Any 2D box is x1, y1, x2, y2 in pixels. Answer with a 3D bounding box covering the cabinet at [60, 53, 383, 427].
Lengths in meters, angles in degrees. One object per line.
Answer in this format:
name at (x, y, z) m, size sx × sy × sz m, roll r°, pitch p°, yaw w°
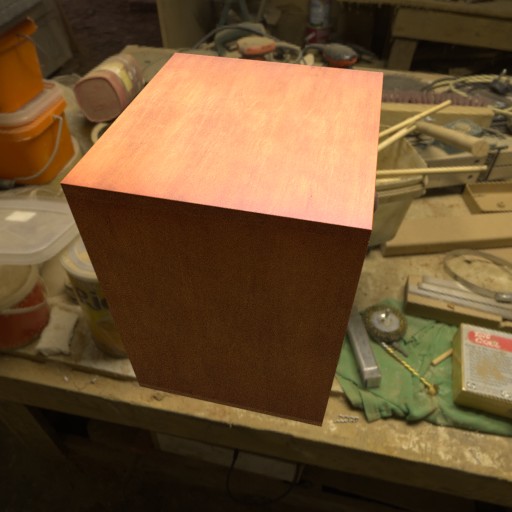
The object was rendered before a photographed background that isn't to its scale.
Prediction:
cabinet at (0.000, 0.000, 0.860) m, size 0.401 × 0.579 × 0.409 m, roll 9°, pitch 47°, yaw 9°
